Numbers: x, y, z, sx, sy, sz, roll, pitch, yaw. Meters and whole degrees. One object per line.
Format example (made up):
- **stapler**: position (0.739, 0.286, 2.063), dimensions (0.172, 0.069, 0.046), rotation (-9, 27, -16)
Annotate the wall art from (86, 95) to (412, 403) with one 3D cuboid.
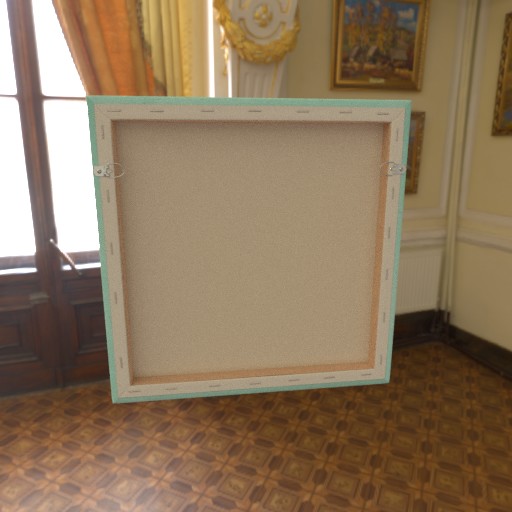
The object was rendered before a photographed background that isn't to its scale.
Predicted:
- **wall art**: position (0.000, 0.000, 1.594), dimensions (1.071, 1.073, 0.070), rotation (-2, 14, -8)
